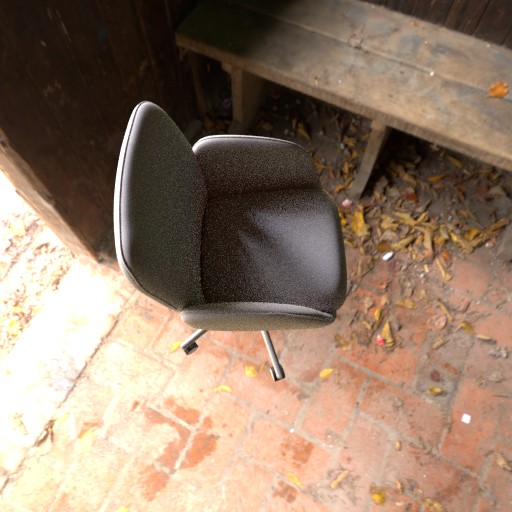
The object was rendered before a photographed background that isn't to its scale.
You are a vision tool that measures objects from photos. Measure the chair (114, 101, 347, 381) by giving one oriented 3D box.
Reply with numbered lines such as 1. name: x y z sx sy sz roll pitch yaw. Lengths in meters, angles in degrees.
1. chair: 0.000 0.000 1.419 0.633 0.959 0.648 -1 65 -1
